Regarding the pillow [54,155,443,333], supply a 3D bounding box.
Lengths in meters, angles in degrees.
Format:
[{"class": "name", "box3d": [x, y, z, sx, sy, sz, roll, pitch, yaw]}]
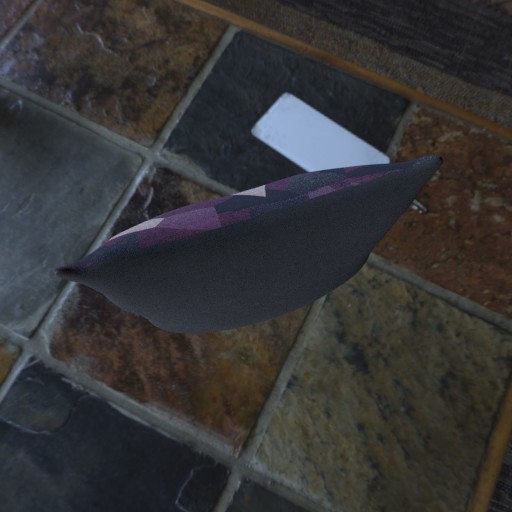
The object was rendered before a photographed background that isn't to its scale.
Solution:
[{"class": "pillow", "box3d": [0.000, 0.000, 0.767, 0.503, 0.496, 0.208, -16, 76, -4]}]
